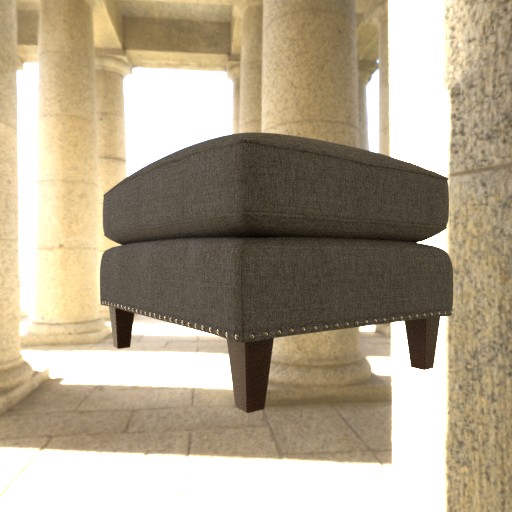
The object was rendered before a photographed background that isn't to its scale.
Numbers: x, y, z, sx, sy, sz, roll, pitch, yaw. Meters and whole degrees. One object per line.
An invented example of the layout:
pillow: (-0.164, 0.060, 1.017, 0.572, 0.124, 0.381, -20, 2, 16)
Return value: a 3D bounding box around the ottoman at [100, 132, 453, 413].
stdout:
ottoman: (0.000, 0.000, 1.133, 0.584, 0.513, 0.741, 0, -1, -35)
